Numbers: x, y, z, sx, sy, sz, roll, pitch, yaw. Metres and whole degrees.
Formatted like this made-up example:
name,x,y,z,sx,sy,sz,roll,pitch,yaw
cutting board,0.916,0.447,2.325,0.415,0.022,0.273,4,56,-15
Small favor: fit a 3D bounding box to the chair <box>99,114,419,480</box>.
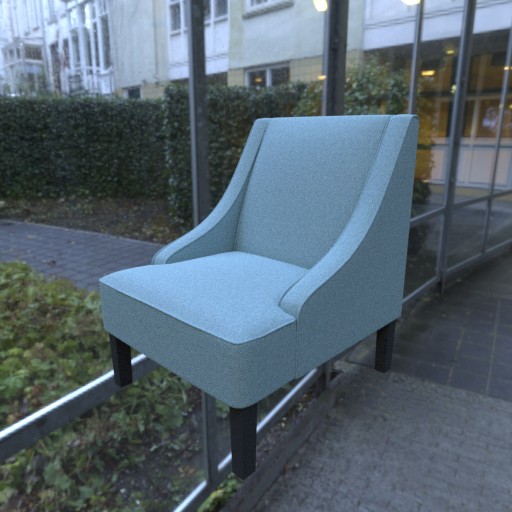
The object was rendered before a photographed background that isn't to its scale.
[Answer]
name,x,y,z,sx,sy,sz,roll,pitch,yaw
chair,0.000,0.000,1.852,0.857,1.133,1.025,15,21,42
